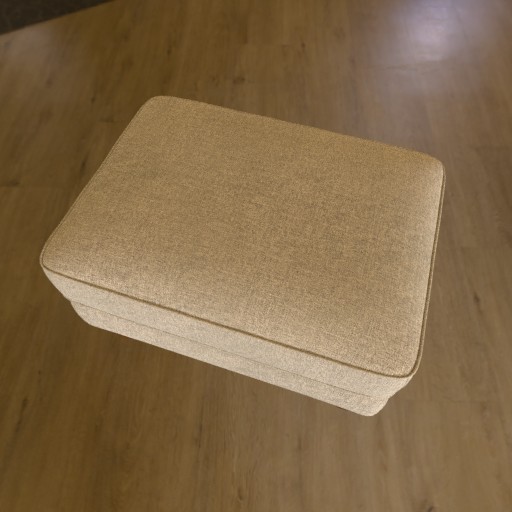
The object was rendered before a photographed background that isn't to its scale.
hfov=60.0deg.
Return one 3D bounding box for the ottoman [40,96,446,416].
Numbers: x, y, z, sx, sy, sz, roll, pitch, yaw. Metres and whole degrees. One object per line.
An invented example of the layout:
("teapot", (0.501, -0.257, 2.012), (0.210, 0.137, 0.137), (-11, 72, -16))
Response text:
("ottoman", (0.000, 0.000, 1.285), (0.889, 0.561, 0.661), (16, 59, 10))
